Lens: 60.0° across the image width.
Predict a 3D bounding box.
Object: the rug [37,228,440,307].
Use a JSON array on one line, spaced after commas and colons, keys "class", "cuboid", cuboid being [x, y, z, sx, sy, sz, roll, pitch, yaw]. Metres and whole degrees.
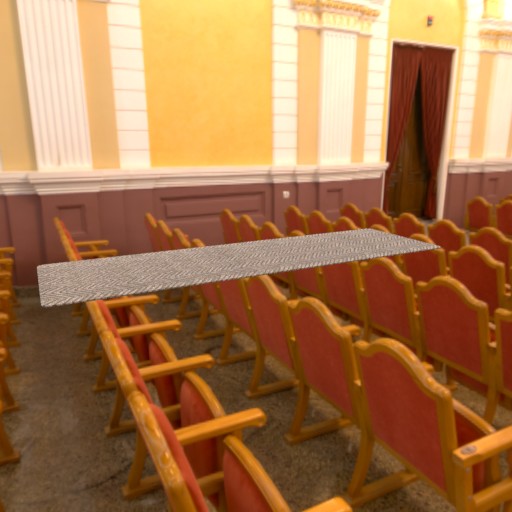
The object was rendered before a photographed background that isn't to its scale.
[{"class": "rug", "cuboid": [0.000, 0.000, 2.581, 2.286, 0.008, 0.686, -7, 16, -26]}]
